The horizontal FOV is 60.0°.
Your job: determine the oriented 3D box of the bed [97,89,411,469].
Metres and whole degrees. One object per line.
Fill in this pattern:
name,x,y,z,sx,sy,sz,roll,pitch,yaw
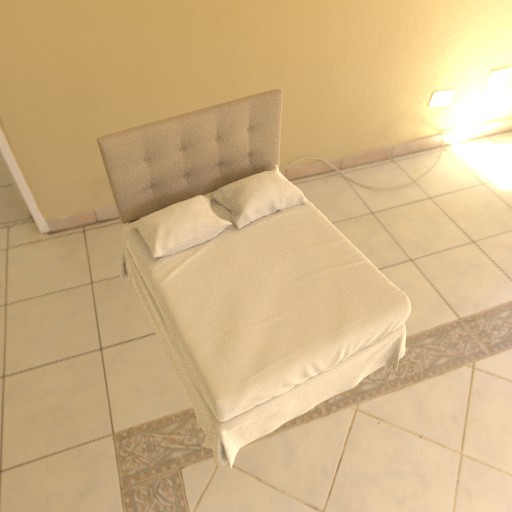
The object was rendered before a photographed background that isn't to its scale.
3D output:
bed,0.000,0.000,3.580,1.936,1.577,2.222,-23,51,-20
